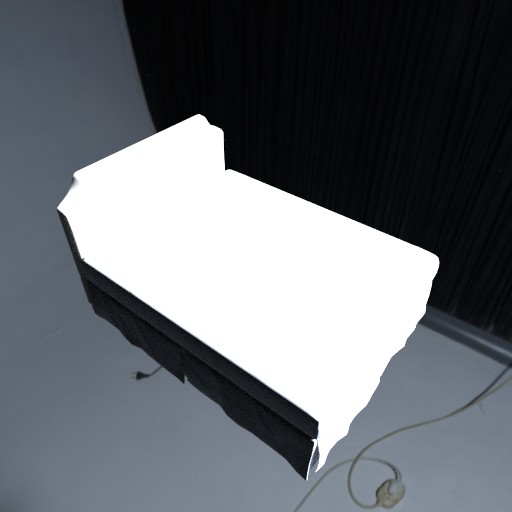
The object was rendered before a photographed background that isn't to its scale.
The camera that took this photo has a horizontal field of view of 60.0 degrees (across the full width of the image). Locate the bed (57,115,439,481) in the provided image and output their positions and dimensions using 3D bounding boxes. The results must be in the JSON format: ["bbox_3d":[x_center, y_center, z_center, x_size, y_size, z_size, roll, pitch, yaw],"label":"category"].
[{"bbox_3d":[0.000,0.000,3.624,2.498,1.293,1.977,27,48,28],"label":"bed"}]
